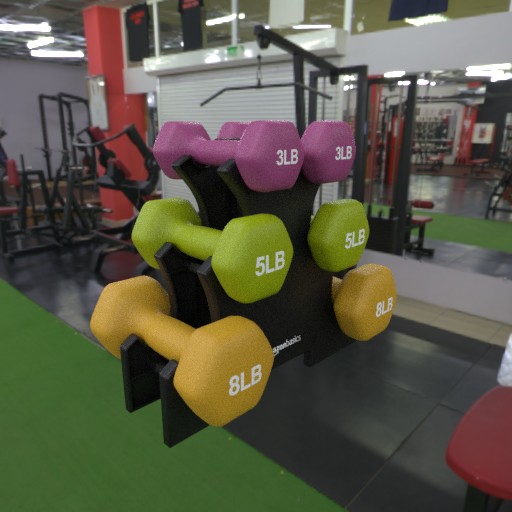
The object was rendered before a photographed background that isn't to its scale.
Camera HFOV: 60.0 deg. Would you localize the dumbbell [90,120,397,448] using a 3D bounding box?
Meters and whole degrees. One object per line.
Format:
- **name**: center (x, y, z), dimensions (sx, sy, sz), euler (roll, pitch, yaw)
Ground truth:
- **dumbbell**: center (0.000, 0.000, 0.466), dimensions (0.300, 0.271, 0.190), euler (-15, 22, -42)
